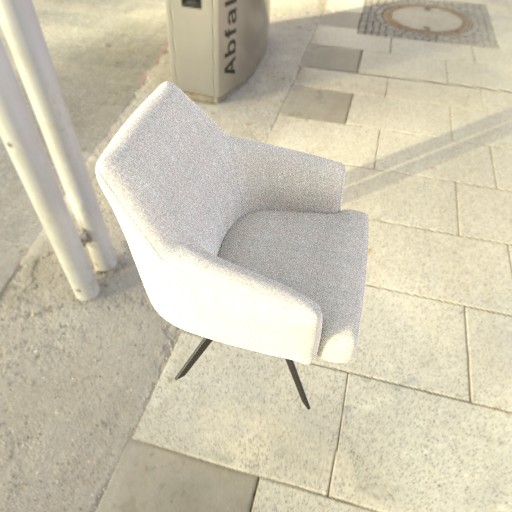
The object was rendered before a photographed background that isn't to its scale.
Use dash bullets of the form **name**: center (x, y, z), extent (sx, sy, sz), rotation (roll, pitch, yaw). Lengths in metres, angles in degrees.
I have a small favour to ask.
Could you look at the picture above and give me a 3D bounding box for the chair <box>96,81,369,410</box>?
- **chair**: center (0.000, 0.000, 1.371), extent (0.677, 0.874, 0.642), rotation (10, 47, 9)
